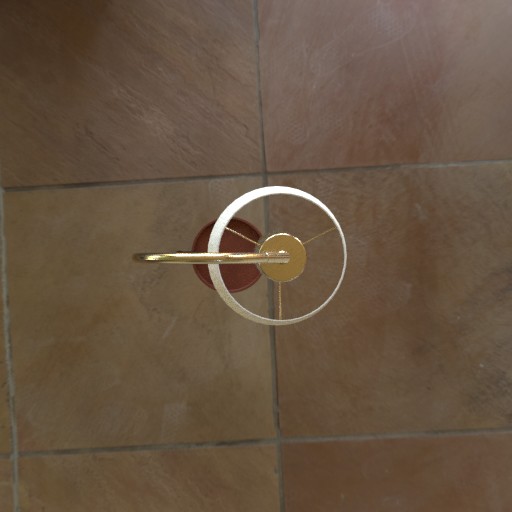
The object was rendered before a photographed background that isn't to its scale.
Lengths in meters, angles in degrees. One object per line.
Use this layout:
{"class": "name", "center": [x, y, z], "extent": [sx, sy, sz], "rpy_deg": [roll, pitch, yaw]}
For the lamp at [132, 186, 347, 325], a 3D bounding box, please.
{"class": "lamp", "center": [0.000, 0.000, 0.660], "extent": [0.273, 0.536, 0.211], "rpy_deg": [0, 91, 1]}
